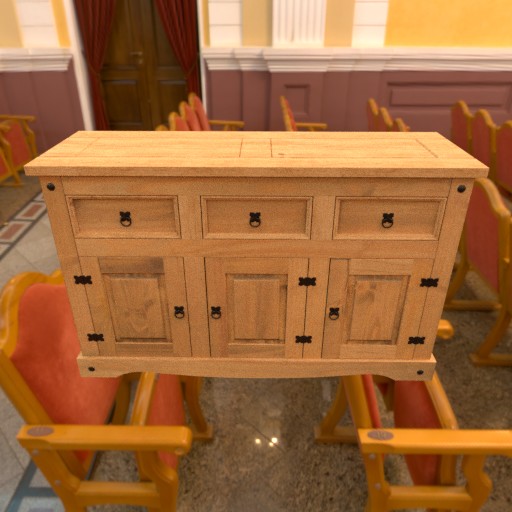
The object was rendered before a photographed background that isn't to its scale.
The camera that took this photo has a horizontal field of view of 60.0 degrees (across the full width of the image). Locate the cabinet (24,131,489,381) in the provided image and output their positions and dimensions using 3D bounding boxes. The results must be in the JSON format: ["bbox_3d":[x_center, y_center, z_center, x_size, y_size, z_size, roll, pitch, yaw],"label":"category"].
[{"bbox_3d":[0.000,0.000,1.640,1.321,0.810,0.432,0,29,1],"label":"cabinet"}]
